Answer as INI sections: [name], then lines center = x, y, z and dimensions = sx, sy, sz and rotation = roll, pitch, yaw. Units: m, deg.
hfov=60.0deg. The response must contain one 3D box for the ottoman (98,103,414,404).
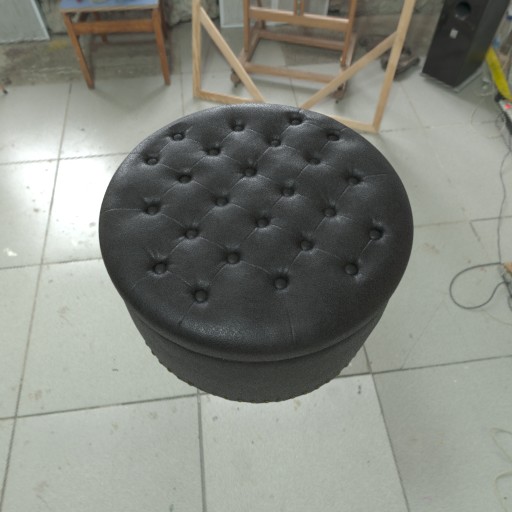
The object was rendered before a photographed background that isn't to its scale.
[ottoman]
center = 0.000, 0.000, 1.064
dimensions = 0.637, 0.442, 0.637
rotation = 0, 57, 0
